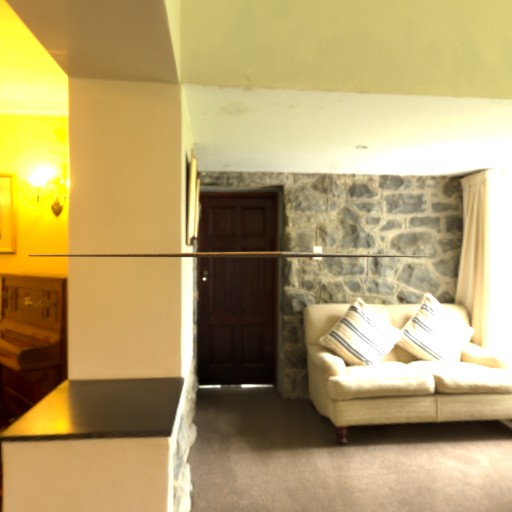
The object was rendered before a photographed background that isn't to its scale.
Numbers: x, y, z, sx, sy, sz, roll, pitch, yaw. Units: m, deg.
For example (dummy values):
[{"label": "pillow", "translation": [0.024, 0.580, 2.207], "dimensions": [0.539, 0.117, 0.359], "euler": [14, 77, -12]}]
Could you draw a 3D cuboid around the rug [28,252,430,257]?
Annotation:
[{"label": "rug", "translation": [0.000, 0.000, 4.191], "dimensions": [2.441, 0.016, 3.050], "euler": [0, 0, 35]}]
